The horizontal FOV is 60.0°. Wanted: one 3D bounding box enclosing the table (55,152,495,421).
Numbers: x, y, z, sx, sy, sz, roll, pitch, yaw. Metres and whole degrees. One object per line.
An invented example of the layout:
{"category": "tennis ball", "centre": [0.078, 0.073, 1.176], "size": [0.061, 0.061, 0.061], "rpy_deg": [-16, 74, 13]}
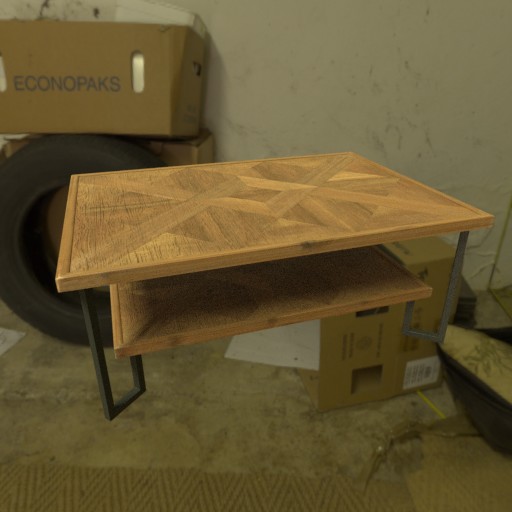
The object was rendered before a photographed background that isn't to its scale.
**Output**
{"category": "table", "centre": [0.000, 0.000, 1.649], "size": [1.238, 0.492, 0.877], "rpy_deg": [-8, 28, -16]}
